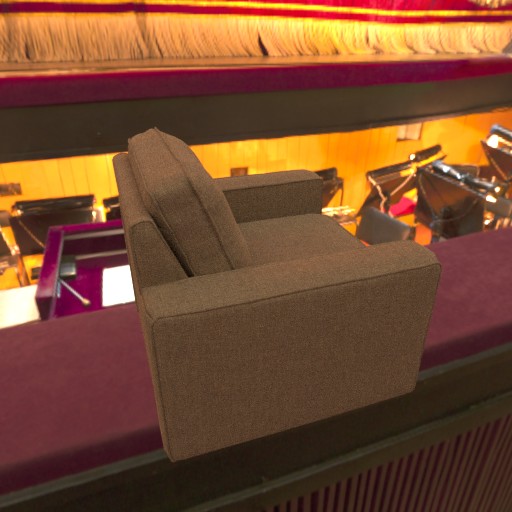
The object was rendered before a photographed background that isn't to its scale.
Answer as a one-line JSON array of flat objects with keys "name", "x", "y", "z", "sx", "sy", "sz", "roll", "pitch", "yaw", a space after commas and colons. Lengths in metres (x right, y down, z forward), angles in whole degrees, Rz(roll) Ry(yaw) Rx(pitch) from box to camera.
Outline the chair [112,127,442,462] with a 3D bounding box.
[{"name": "chair", "x": 0.000, "y": 0.000, "z": 1.724, "sx": 0.940, "sy": 0.914, "sz": 1.016, "roll": -10, "pitch": 30, "yaw": -17}]
